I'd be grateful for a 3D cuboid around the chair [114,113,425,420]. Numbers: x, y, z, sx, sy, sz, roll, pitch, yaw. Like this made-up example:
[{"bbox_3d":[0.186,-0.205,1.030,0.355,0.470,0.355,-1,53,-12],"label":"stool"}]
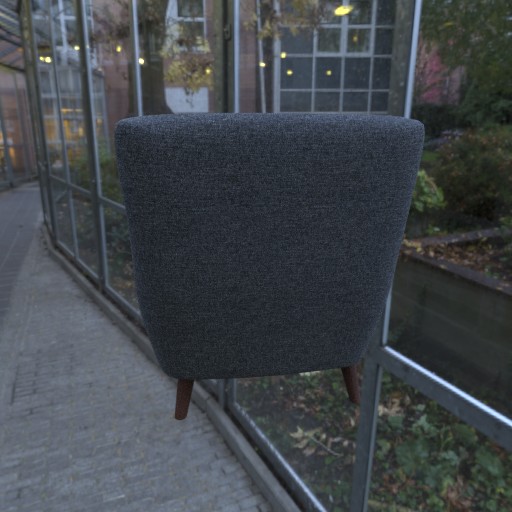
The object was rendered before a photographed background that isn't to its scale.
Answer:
[{"bbox_3d":[0.000,0.000,1.737,0.889,1.039,0.940,-2,16,-8],"label":"chair"}]
